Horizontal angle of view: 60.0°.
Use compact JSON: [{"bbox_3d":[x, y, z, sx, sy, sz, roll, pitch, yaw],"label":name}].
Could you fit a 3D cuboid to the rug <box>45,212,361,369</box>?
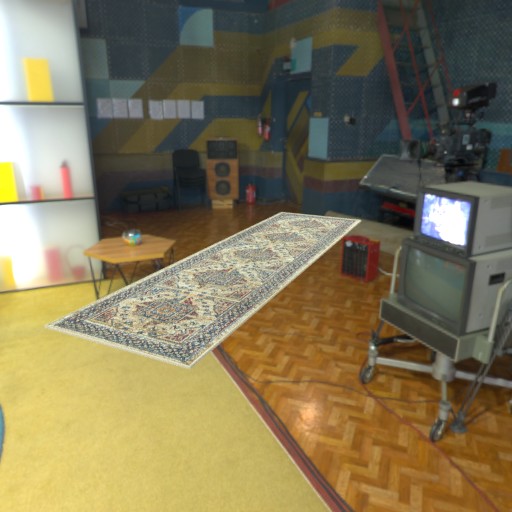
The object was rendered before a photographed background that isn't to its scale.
[{"bbox_3d":[0.000,0.000,2.523,0.661,0.013,2.297,8,19,25],"label":"rug"}]
